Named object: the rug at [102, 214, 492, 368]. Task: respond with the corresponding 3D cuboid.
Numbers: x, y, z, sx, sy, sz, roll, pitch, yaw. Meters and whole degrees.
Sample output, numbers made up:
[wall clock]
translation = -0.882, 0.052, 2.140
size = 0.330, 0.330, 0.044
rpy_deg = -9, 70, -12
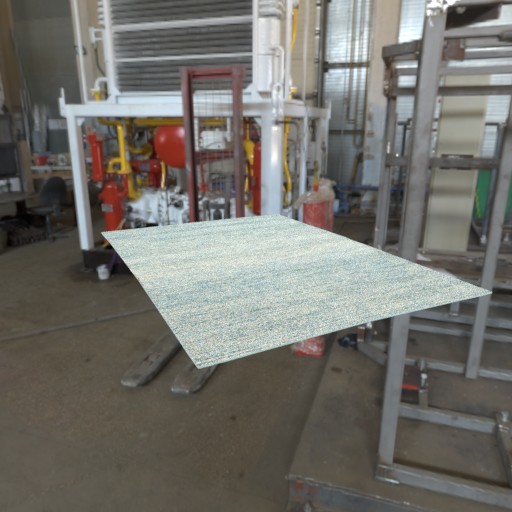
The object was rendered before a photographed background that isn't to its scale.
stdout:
[rug]
translation = 0.000, 0.000, 2.896
size = 1.611, 0.026, 2.260
rpy_deg = -8, 19, -25
